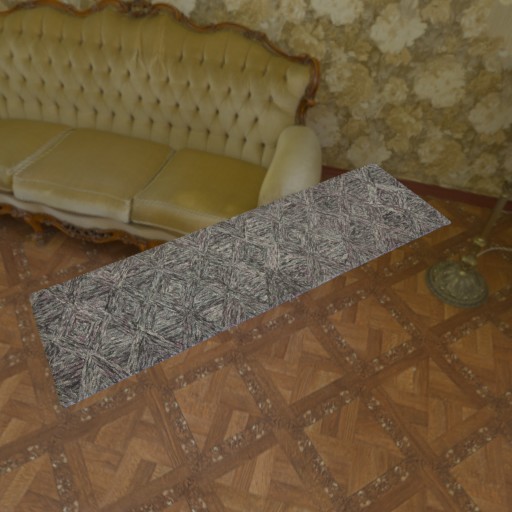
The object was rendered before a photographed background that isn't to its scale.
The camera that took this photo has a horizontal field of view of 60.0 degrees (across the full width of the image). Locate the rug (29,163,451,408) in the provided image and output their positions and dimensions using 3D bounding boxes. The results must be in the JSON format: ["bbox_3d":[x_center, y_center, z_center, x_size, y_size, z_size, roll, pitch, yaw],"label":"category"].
[{"bbox_3d":[0.000,0.000,2.466,2.305,0.013,0.719,-23,51,-20],"label":"rug"}]
